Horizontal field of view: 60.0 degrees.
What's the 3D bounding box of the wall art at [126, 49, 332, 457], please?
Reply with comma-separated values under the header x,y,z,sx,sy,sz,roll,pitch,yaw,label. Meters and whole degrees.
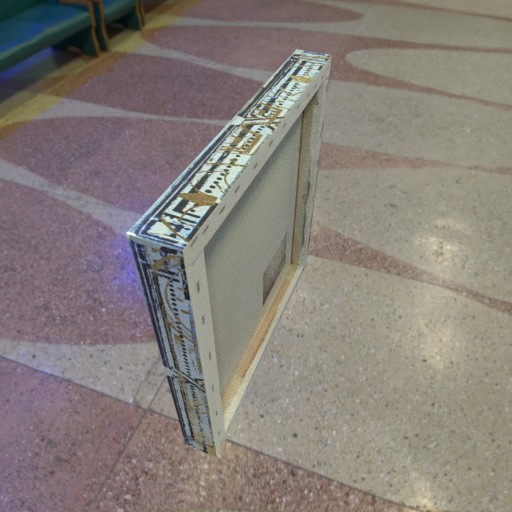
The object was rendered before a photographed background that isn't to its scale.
x,y,z,sx,sy,sz,roll,pitch,yaw,label
0.000,0.000,0.459,0.038,0.306,0.302,17,48,16,wall art
